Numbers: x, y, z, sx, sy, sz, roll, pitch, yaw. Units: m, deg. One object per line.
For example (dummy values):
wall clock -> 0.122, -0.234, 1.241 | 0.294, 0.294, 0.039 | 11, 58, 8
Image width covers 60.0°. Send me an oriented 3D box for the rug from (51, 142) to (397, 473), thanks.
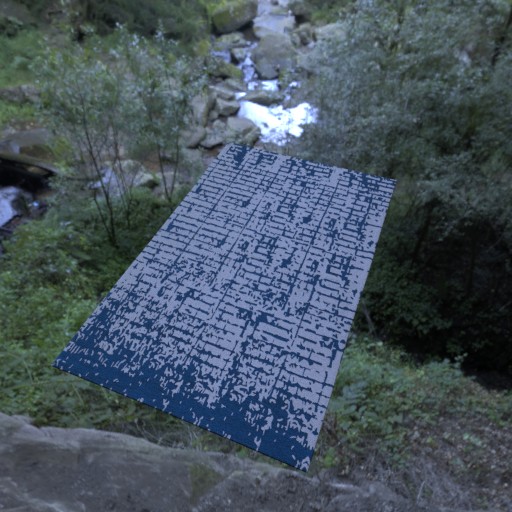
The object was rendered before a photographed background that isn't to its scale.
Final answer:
rug -> 0.000, 0.000, 3.077 | 1.517, 0.011, 2.435 | 17, 49, 15
